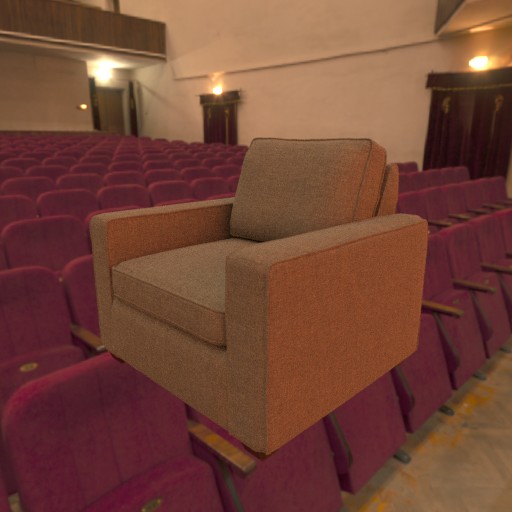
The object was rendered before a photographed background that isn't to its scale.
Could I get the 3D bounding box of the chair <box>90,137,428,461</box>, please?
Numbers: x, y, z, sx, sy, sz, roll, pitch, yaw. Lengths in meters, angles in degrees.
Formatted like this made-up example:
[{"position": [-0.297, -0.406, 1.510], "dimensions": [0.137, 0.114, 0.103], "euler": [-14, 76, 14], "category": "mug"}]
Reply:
[{"position": [0.000, 0.000, 1.765], "dimensions": [0.940, 0.914, 1.016], "euler": [-14, 21, -43], "category": "chair"}]
